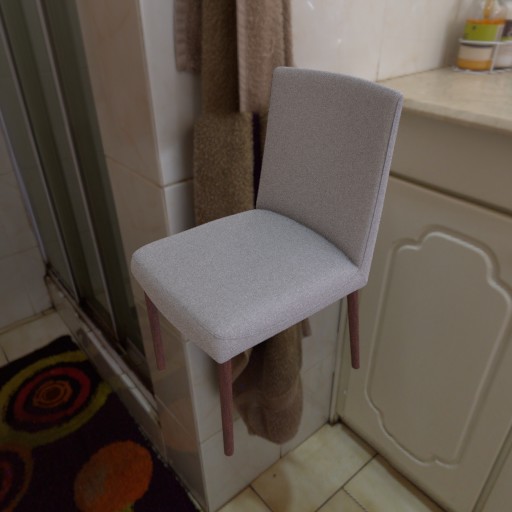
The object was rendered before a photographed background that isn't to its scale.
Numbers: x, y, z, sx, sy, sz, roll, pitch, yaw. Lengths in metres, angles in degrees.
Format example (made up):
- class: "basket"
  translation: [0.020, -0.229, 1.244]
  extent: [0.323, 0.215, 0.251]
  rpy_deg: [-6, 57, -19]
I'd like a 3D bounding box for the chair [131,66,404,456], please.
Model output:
- class: "chair"
  translation: [0.000, 0.000, 1.186]
  extent: [0.570, 0.859, 0.456]
  rpy_deg: [-22, 38, -31]
